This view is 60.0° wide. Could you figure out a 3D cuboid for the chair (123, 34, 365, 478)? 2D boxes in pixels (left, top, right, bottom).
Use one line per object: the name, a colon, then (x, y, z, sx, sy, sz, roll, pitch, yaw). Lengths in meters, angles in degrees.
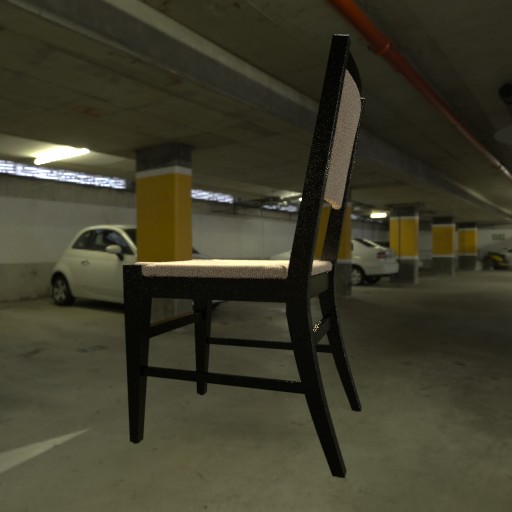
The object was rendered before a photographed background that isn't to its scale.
chair: (0.000, 0.000, 1.204, 0.552, 0.927, 0.437, 0, 1, 18)
